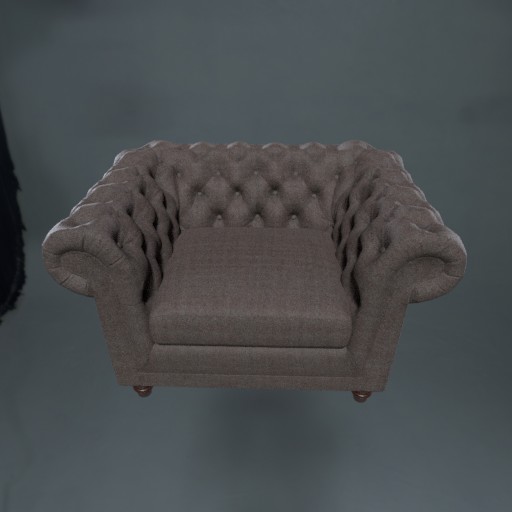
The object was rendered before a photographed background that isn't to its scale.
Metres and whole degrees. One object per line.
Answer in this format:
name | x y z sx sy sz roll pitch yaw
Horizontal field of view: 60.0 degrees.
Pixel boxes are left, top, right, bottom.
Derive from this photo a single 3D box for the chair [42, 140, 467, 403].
chair | 0.000 0.000 1.852 1.298 0.780 0.945 1 32 1
